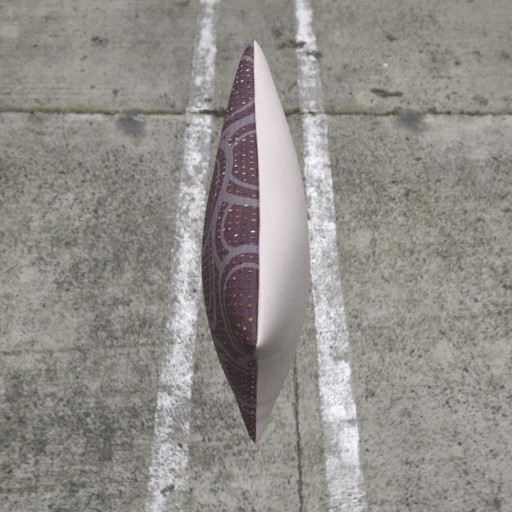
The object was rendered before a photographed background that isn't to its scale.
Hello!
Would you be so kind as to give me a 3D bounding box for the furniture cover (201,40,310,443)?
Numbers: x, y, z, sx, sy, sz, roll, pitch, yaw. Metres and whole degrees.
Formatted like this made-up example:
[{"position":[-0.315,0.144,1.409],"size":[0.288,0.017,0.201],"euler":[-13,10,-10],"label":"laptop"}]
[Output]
[{"position":[0.000,0.000,0.810],"size":[0.193,0.509,0.552],"euler":[0,57,0],"label":"furniture cover"}]
